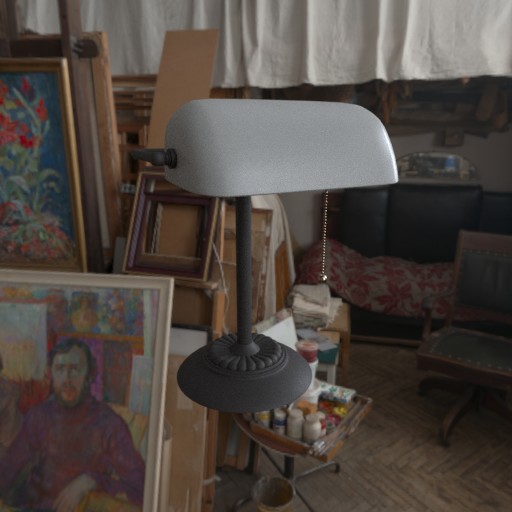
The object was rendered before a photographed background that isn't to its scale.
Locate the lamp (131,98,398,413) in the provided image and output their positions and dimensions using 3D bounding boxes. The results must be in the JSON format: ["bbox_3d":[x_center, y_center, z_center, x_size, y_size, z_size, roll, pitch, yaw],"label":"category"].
[{"bbox_3d":[0.000,0.000,0.517,0.264,0.339,0.243,-9,18,-27],"label":"lamp"}]
